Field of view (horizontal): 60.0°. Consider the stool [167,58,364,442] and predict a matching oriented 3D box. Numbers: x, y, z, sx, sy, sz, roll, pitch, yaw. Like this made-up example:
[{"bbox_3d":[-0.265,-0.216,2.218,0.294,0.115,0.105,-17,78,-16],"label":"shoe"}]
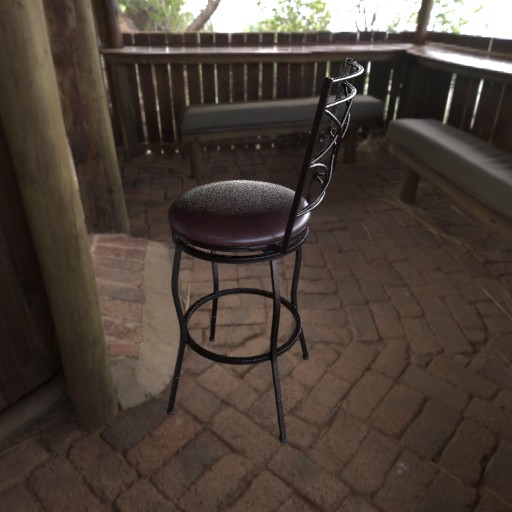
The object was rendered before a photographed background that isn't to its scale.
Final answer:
[{"bbox_3d":[0.000,0.000,1.394,0.534,1.117,0.434,8,30,14],"label":"stool"}]
